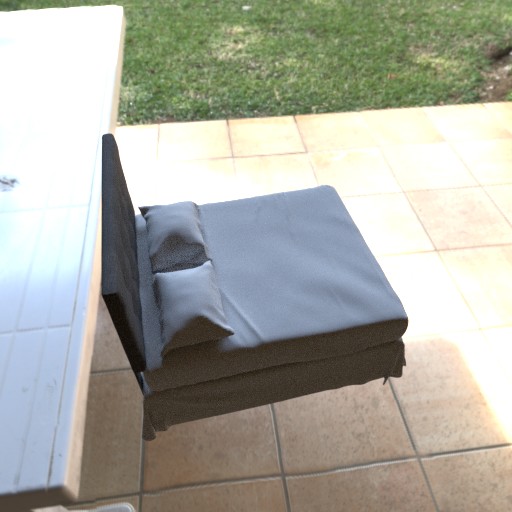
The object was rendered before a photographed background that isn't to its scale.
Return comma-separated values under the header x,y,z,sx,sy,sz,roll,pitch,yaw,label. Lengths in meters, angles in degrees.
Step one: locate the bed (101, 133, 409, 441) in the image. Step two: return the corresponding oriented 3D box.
x,y,z,sx,sy,sz,roll,pitch,yaw,label
0.000,0.000,3.587,2.222,1.577,1.936,-10,48,-9,bed
